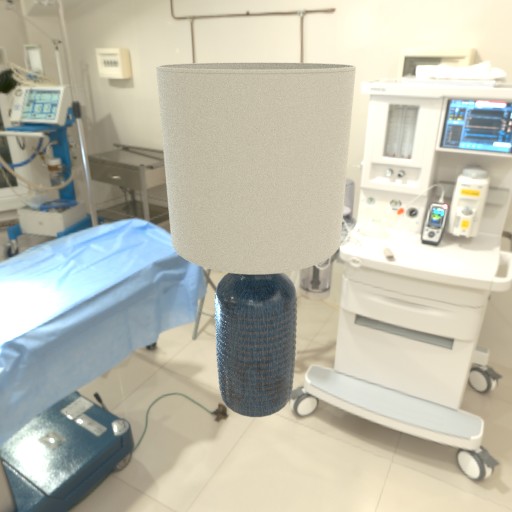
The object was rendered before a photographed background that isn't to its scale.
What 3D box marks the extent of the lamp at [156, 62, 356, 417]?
[{"bbox_3d":[0.000,0.000,0.601,0.220,0.475,0.220,17,30,32],"label":"lamp"}]
